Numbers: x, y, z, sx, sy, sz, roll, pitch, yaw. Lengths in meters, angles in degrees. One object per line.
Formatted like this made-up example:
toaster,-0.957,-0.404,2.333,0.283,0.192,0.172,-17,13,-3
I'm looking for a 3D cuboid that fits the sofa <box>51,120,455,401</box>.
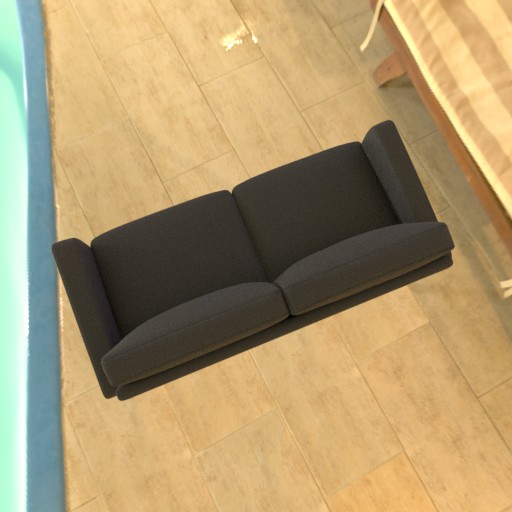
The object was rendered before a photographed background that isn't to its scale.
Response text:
sofa,0.000,0.000,2.332,1.852,0.839,0.898,-21,76,-5
